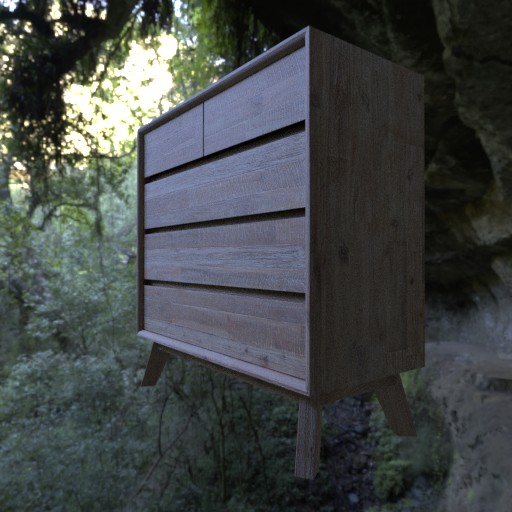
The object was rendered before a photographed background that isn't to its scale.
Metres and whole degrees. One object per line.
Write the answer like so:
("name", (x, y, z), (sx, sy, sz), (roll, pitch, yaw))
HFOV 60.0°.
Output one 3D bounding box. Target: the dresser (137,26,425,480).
("dresser", (0.000, 0.000, 1.527), (0.455, 1.029, 0.998), (0, -1, -37))
